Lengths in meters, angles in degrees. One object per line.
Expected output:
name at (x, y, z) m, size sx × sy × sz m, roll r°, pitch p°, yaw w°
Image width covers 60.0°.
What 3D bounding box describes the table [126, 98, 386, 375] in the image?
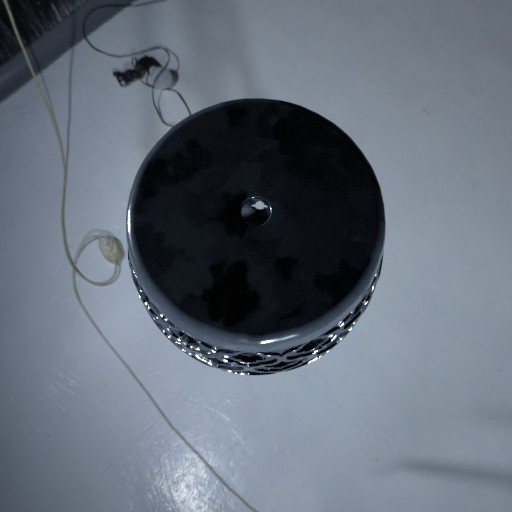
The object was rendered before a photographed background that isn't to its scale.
table at (0.000, 0.000, 0.629) m, size 0.325 × 0.388 × 0.325 m, roll 0°, pitch 77°, yaw 0°
